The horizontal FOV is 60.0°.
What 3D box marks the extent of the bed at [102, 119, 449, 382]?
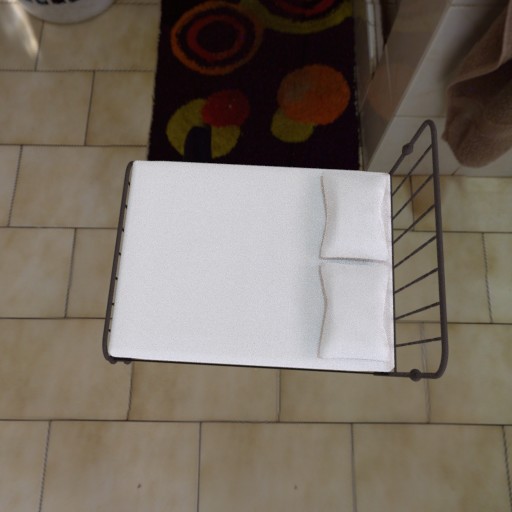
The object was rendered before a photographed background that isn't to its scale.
[{"bbox_3d":[0.000,0.000,3.182,2.134,1.446,1.616,3,76,1],"label":"bed"}]
